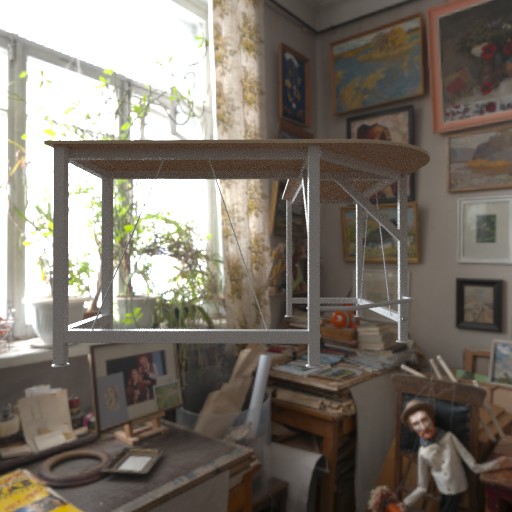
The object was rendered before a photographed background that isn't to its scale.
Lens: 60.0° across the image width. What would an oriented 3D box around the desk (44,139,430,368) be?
[{"bbox_3d":[0.000,0.000,2.168,1.400,0.762,1.400,0,0,1],"label":"desk"}]
